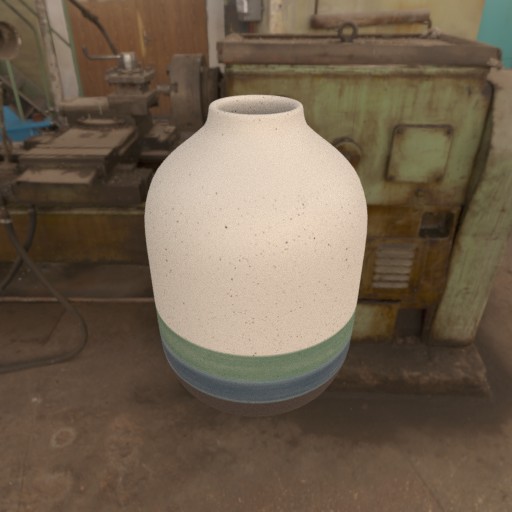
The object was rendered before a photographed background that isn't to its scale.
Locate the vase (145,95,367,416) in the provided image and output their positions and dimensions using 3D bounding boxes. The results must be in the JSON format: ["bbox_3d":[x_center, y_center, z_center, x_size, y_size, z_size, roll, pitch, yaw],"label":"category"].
[{"bbox_3d":[0.000,0.000,0.362,0.169,0.240,0.169,0,31,0],"label":"vase"}]
